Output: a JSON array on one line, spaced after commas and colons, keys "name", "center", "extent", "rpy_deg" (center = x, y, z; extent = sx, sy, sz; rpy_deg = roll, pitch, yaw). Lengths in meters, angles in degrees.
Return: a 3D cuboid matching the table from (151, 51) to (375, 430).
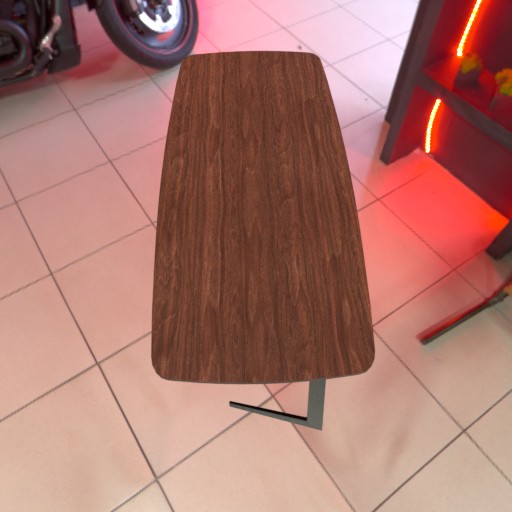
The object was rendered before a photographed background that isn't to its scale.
[{"name": "table", "center": [0.000, 0.000, 1.089], "extent": [0.361, 0.576, 0.804], "rpy_deg": [-1, 57, -1]}]
